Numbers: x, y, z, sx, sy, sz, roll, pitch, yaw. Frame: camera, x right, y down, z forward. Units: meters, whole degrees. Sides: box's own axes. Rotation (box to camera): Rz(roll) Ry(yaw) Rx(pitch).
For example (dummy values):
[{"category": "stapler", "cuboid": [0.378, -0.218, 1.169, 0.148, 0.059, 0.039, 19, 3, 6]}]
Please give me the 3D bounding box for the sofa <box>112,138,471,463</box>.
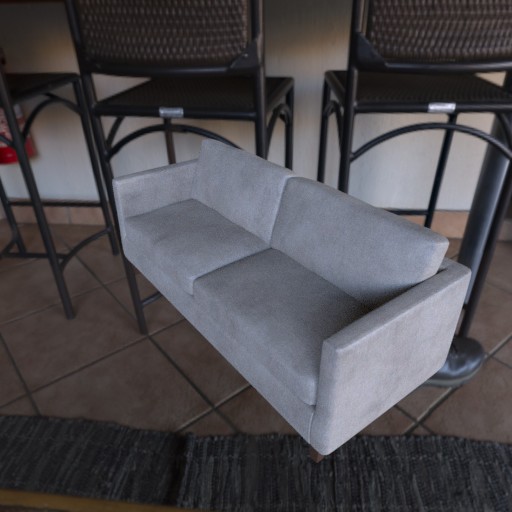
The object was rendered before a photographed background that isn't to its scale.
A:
[{"category": "sofa", "cuboid": [0.000, 0.000, 2.739, 0.951, 0.965, 2.208, -21, 37, -31]}]
